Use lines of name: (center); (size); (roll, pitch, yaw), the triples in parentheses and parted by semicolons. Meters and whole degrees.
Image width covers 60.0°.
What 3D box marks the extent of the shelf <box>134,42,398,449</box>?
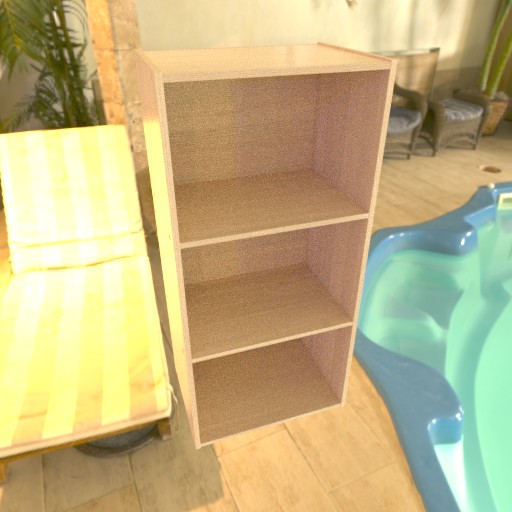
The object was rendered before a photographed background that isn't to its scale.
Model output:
shelf: (0.000, 0.000, 1.049); (0.417, 0.876, 0.292); (-10, 33, -16)
